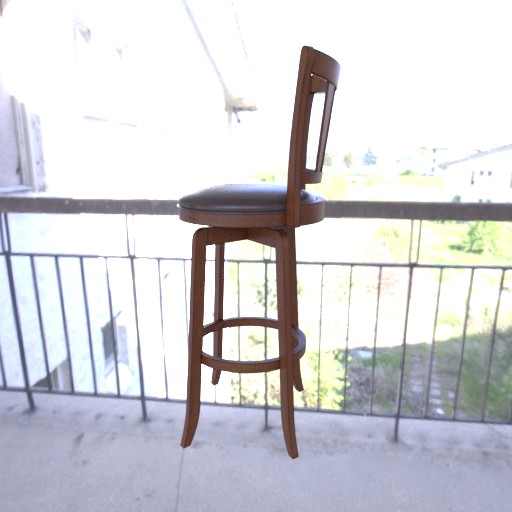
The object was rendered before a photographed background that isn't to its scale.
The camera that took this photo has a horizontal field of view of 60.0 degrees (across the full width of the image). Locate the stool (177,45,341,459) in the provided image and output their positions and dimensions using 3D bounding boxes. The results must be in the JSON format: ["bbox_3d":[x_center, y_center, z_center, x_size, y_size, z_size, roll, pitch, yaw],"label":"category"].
[{"bbox_3d":[0.000,0.000,1.459,0.503,1.177,0.464,2,13,8],"label":"stool"}]
